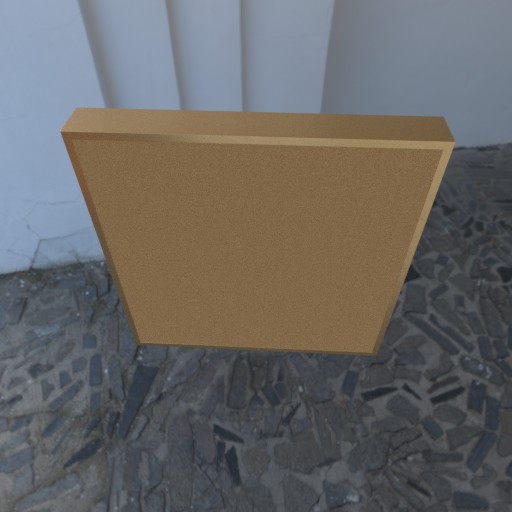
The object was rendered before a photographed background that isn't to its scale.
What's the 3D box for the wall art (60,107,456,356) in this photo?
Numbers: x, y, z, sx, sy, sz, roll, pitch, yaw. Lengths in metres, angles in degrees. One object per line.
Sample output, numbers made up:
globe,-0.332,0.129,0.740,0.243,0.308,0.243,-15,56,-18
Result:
wall art,0.000,0.000,0.463,0.304,0.304,0.038,2,46,2
